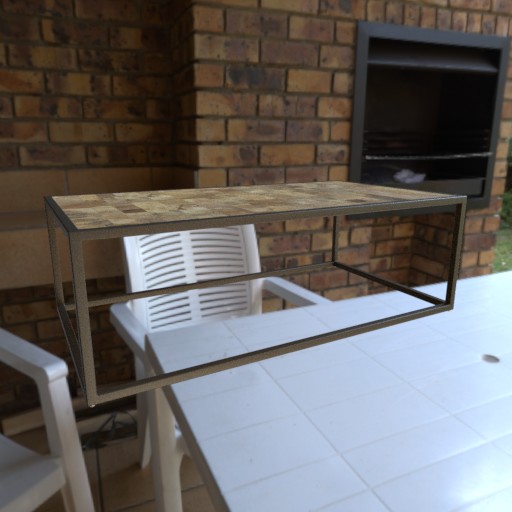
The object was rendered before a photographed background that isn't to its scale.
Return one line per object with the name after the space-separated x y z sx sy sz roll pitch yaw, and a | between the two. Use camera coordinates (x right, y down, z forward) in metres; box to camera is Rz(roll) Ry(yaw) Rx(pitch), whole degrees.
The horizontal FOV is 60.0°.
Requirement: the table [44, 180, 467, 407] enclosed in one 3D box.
0.000 0.000 1.476 1.199 0.398 0.649 -8 17 -28 | table
